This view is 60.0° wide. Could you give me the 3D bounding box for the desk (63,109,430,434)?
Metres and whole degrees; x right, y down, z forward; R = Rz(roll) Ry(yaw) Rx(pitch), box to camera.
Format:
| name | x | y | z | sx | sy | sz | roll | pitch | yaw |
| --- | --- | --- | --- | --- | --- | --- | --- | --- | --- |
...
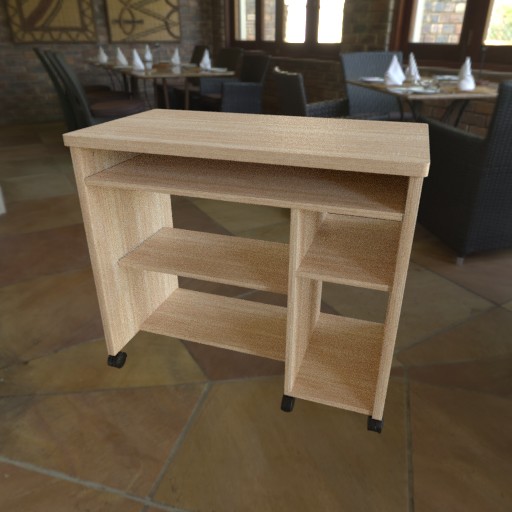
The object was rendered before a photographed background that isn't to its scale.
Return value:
| name | x | y | z | sx | sy | sz | roll | pitch | yaw |
| --- | --- | --- | --- | --- | --- | --- | --- | --- | --- |
| desk | 0.000 | 0.000 | 1.371 | 0.884 | 0.770 | 0.480 | 9 | 28 | 17 |
